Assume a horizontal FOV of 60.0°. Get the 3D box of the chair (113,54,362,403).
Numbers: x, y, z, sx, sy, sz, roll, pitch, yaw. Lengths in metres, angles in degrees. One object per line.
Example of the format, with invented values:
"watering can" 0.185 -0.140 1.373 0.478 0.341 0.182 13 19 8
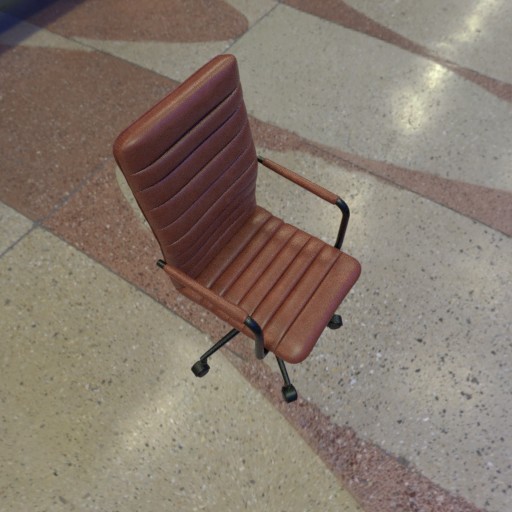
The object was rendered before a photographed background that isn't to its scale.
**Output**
"chair" 0.000 0.000 1.335 0.580 0.979 0.608 30 62 18
